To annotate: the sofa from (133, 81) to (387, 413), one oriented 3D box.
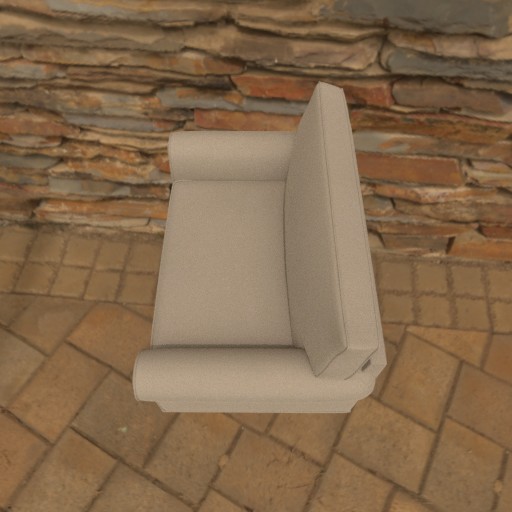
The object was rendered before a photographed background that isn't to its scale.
[{"bbox_3d":[0.000,0.000,2.115,0.937,1.006,1.405,0,58,0],"label":"sofa"}]
